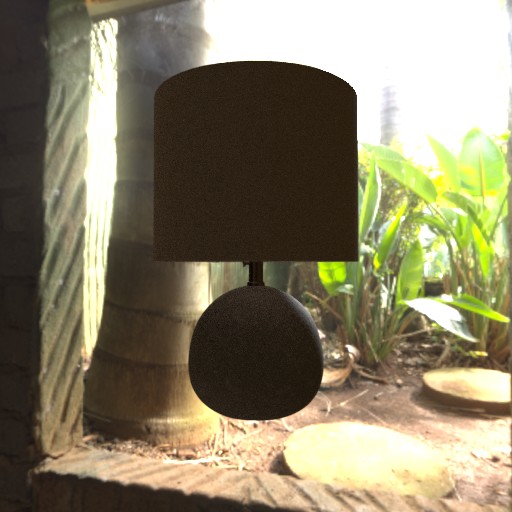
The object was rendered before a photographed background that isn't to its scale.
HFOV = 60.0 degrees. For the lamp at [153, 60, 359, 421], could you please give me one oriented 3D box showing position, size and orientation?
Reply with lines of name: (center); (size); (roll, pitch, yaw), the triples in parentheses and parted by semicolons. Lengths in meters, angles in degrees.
lamp: (0.000, 0.000, 0.596); (0.269, 0.409, 0.269); (0, -1, -18)
